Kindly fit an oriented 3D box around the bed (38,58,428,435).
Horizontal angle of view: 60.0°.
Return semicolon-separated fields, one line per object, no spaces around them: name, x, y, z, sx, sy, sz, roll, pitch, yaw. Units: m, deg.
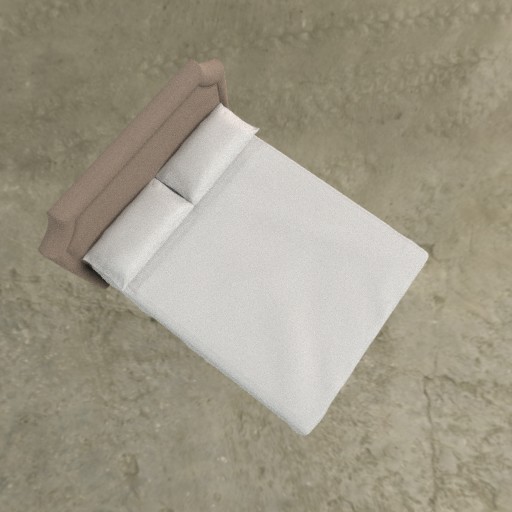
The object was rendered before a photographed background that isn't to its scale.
bed;0.000;0.000;3.257;2.164;1.303;1.828;36;78;9
